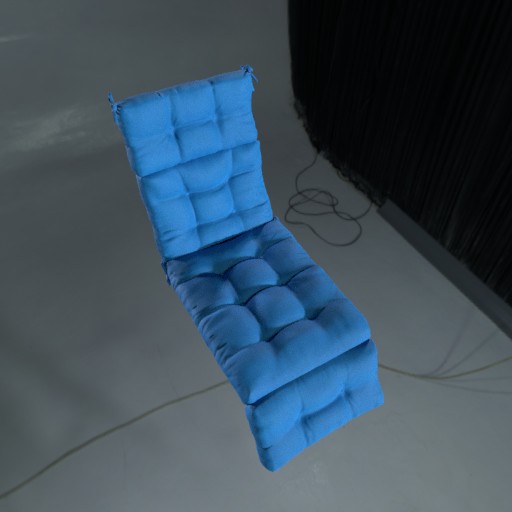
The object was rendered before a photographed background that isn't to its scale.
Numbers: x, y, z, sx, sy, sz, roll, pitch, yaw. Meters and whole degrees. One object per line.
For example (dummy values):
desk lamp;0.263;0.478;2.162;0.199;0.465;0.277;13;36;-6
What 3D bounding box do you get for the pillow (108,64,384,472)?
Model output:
pillow;0.000;0.000;1.475;0.526;0.863;1.016;-23;51;-20
